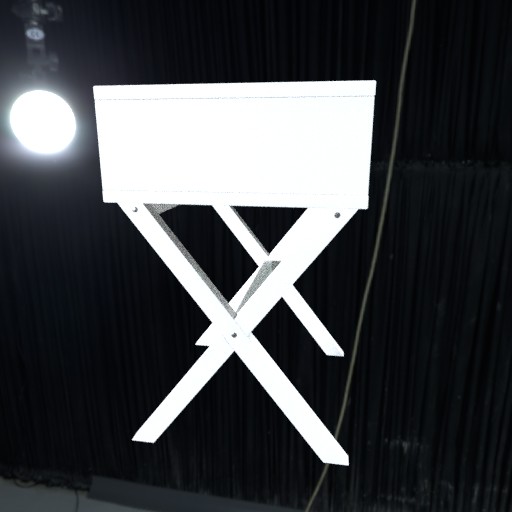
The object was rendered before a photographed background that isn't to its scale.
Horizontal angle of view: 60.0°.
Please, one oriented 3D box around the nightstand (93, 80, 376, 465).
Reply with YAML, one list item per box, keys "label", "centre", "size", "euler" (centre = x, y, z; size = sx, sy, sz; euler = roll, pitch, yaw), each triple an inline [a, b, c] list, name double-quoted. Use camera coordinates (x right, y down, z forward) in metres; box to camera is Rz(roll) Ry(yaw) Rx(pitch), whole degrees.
- label: "nightstand"
  centre: [0.000, 0.000, 0.923]
  size: [0.402, 0.623, 0.479]
  euler: [3, 15, 9]
